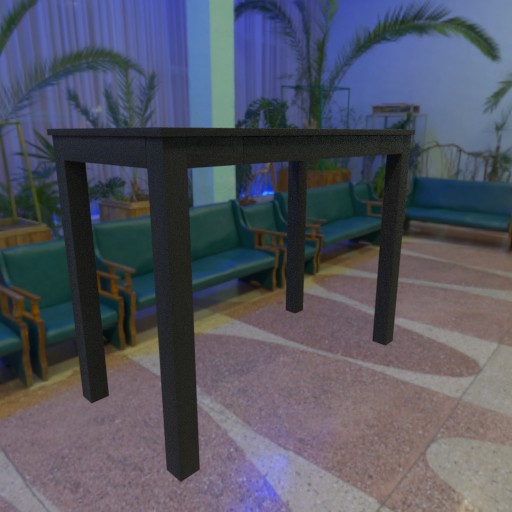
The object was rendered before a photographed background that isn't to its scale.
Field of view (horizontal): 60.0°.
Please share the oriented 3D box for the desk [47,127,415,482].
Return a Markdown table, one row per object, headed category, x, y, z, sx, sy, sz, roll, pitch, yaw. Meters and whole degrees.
| category | x | y | z | sx | sy | sz | roll | pitch | yaw |
| --- | --- | --- | --- | --- | --- | --- | --- | --- | --- |
| desk | 0.000 | 0.000 | 1.386 | 0.499 | 0.762 | 0.991 | 15 | 21 | 42 |
